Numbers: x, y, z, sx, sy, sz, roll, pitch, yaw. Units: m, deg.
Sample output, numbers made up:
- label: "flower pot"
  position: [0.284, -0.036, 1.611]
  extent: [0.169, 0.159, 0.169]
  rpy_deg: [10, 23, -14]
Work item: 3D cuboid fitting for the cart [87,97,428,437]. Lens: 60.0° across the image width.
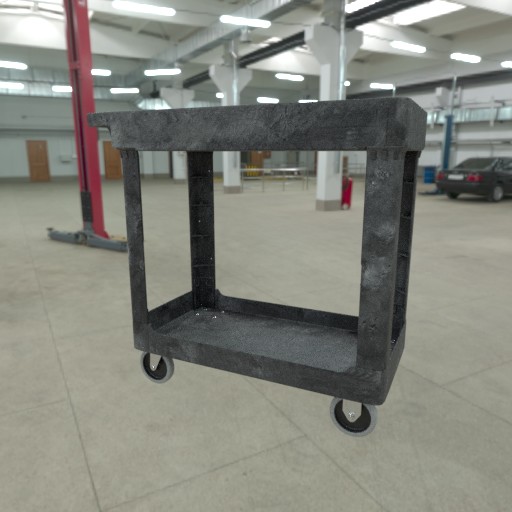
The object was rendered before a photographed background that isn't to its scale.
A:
- label: "cart"
  position: [0.000, 0.000, 1.337]
  extent: [0.877, 0.824, 0.420]
  rpy_deg: [6, 14, 25]
